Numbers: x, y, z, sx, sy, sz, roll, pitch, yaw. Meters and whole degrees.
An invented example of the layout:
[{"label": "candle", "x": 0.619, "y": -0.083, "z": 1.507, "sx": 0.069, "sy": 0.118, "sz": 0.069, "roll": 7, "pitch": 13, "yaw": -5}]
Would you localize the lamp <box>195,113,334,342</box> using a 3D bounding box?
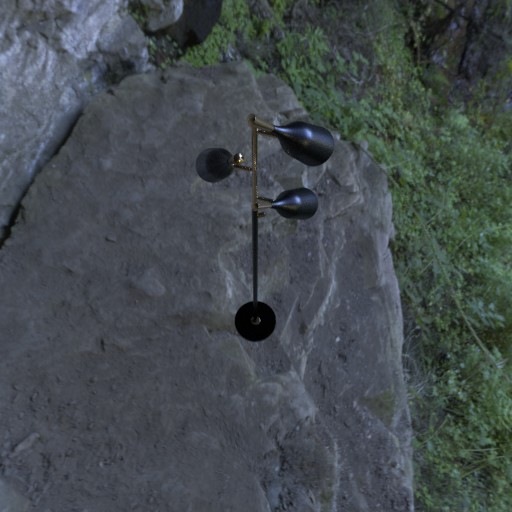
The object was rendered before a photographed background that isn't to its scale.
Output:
[{"label": "lamp", "x": 0.000, "y": 0.000, "z": 1.896, "sx": 0.434, "sy": 1.778, "sz": 0.253, "roll": 14, "pitch": 64, "yaw": 7}]
